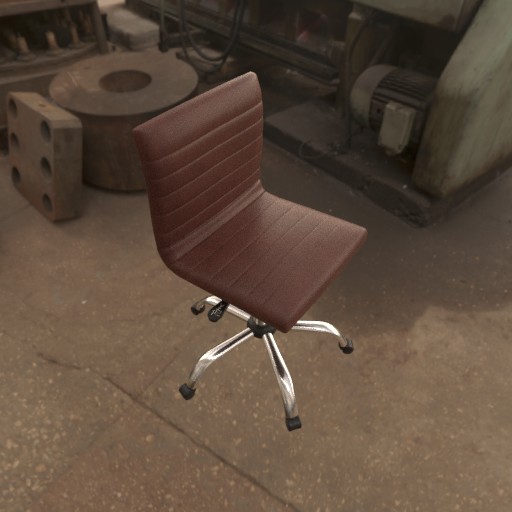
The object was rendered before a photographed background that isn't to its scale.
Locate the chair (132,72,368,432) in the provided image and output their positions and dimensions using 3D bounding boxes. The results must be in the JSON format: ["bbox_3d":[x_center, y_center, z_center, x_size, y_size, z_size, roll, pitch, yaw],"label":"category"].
[{"bbox_3d":[0.000,0.000,1.158,0.530,0.780,0.556,26,48,26],"label":"chair"}]
